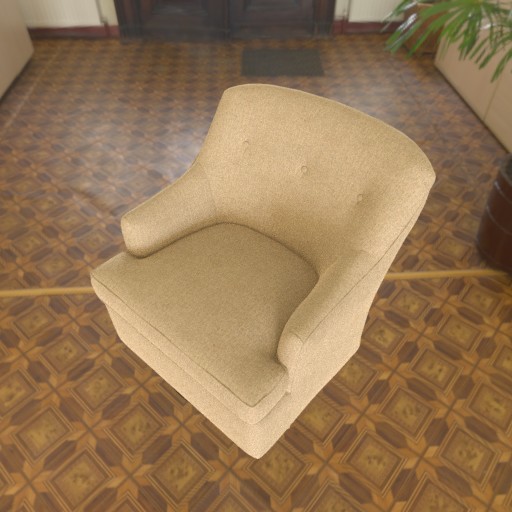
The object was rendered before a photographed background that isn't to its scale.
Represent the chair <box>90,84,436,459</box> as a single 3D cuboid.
[{"bbox_3d":[0.000,0.000,1.596,0.864,0.856,0.923,32,53,28],"label":"chair"}]
